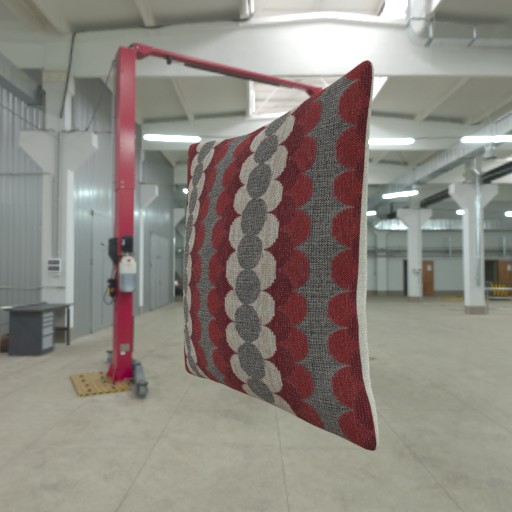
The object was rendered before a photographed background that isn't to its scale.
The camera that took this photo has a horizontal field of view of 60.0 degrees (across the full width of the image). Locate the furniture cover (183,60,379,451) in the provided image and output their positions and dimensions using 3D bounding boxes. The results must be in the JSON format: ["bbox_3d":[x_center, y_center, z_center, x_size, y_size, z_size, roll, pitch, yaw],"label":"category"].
[{"bbox_3d":[0.000,0.000,0.643,0.145,0.420,0.435,1,-2,-35],"label":"furniture cover"}]
